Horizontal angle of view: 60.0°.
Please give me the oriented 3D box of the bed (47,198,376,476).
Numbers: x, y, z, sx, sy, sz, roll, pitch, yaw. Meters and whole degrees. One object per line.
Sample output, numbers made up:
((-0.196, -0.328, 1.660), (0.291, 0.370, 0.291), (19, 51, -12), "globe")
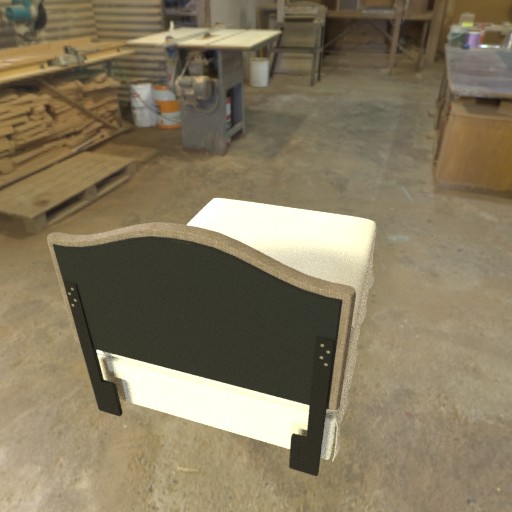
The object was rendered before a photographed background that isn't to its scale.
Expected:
((0.000, 0.000, 3.287), (1.713, 1.518, 2.153), (10, 33, 16), "bed")
